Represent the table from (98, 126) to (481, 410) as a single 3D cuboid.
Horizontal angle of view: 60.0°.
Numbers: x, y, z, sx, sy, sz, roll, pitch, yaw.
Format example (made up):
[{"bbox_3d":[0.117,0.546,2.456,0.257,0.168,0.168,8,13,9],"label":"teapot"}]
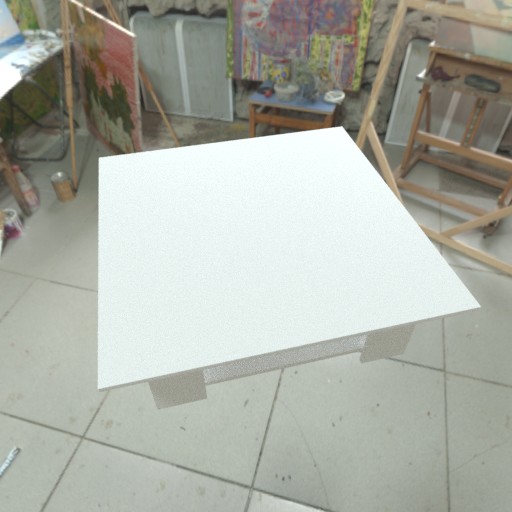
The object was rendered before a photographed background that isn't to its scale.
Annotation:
[{"bbox_3d":[0.000,0.000,1.397,0.890,0.305,0.890,-10,46,-10],"label":"table"}]
